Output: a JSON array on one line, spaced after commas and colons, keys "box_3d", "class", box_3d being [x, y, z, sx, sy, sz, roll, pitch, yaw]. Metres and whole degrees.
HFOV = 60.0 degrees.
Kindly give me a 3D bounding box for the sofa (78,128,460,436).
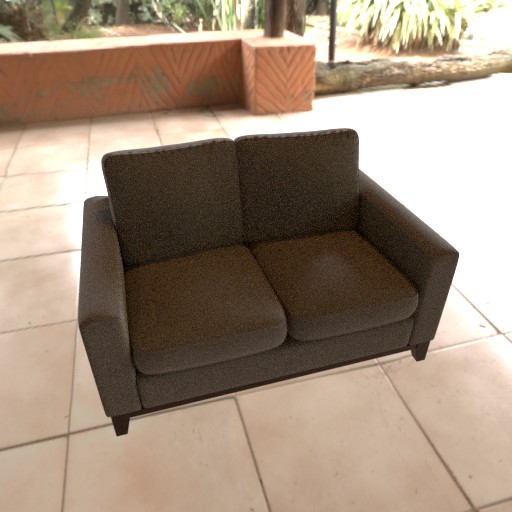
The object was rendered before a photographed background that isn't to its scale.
[{"box_3d": [0.000, 0.000, 1.966, 1.420, 0.873, 0.917, -10, 36, -14], "class": "sofa"}]
